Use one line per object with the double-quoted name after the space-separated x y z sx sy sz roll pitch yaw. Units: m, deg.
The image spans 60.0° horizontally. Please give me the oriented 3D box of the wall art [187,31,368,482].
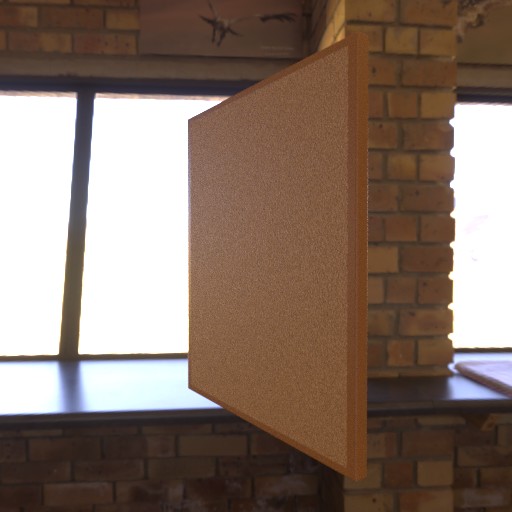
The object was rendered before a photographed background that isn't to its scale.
0.000 0.000 0.501 0.015 0.379 0.310 -1 1 -36 "wall art"
